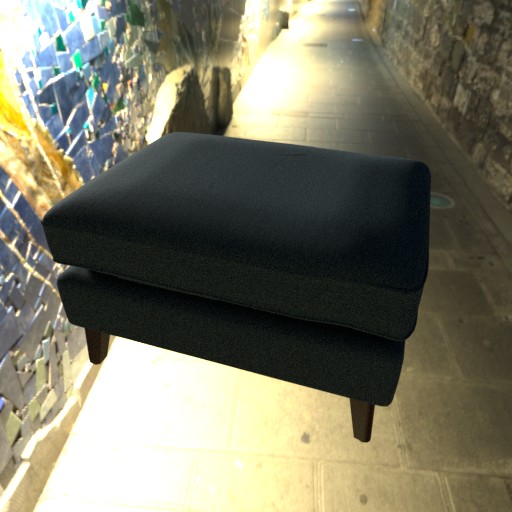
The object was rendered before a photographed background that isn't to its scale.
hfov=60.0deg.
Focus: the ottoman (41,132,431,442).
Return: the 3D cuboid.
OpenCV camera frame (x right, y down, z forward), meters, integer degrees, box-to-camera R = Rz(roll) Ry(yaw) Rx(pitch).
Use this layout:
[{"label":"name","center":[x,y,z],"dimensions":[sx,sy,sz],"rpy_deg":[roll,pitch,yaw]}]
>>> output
[{"label":"ottoman","center":[0.000,0.000,1.219],"dimensions":[0.835,0.503,0.629],"rpy_deg":[11,35,16]}]
